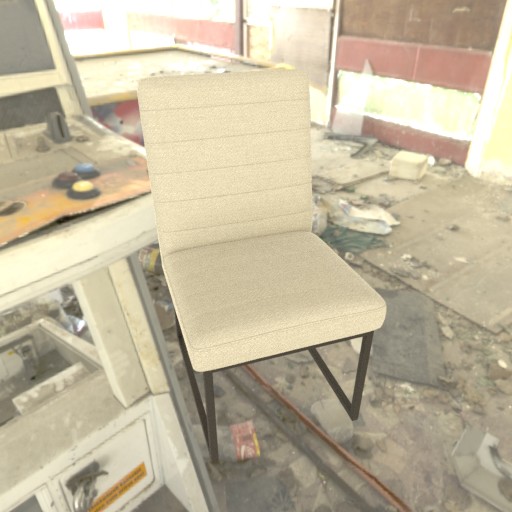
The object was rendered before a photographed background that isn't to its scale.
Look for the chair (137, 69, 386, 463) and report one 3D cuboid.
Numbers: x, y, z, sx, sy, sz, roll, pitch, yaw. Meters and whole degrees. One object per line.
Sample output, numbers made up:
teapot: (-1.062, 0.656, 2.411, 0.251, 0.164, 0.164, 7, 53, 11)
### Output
chair: (0.000, 0.000, 1.303, 0.520, 0.930, 0.634, -10, 33, -16)
